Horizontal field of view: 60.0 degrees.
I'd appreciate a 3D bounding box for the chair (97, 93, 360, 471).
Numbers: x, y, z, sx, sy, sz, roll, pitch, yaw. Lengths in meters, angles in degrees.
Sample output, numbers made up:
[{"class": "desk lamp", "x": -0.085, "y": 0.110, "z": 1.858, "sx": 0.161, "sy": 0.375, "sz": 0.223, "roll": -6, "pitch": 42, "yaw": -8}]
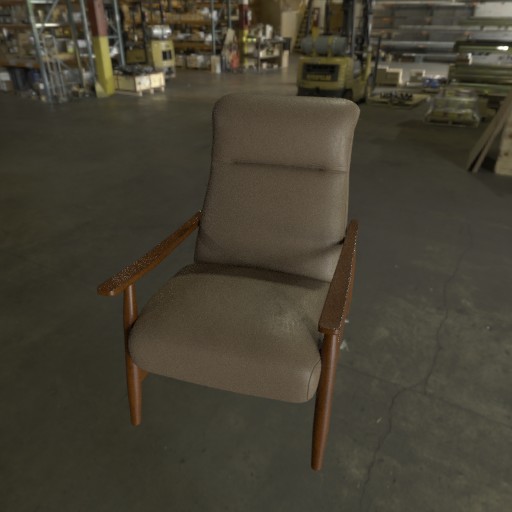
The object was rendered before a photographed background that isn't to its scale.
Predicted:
[{"class": "chair", "x": 0.000, "y": 0.000, "z": 1.764, "sx": 0.762, "sy": 1.082, "sz": 1.014, "roll": 8, "pitch": 29, "yaw": 14}]
